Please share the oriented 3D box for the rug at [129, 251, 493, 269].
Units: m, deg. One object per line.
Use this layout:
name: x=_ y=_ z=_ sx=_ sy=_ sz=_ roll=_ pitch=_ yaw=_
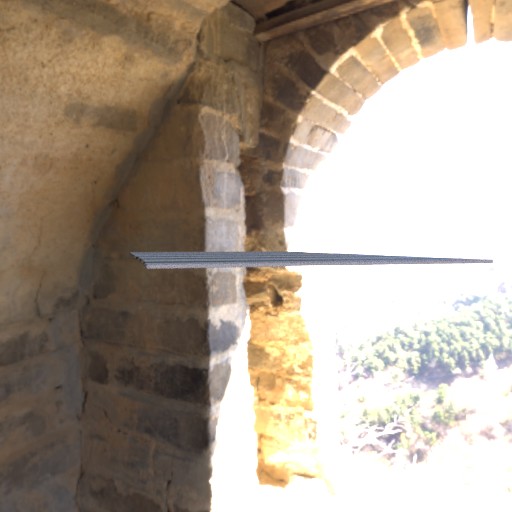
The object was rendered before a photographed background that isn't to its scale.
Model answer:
rug: x=0.000 y=0.000 z=2.273 sx=1.210 sy=0.012 sz=1.829 roll=-1 pitch=2 yaw=-17
